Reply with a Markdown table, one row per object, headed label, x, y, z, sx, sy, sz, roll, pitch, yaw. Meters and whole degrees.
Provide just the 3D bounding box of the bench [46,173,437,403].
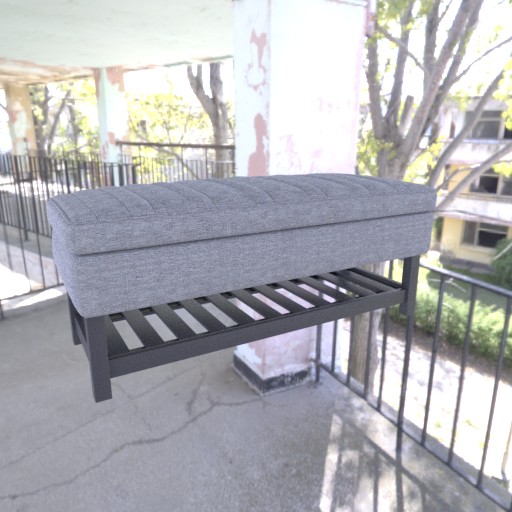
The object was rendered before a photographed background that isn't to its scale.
| label | x | y | z | sx | sy | sz | roll | pitch | yaw |
| --- | --- | --- | --- | --- | --- | --- | --- | --- | --- |
| bench | 0.000 | 0.000 | 1.347 | 1.100 | 0.470 | 0.429 | -9 | 18 | -28 |
